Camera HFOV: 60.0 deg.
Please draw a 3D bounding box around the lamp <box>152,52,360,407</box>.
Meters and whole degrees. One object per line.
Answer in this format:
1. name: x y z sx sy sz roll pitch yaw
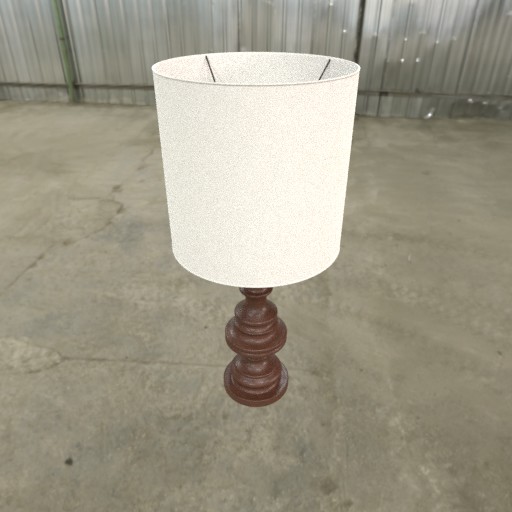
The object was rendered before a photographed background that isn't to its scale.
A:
1. lamp: 0.000 0.000 0.569 0.208 0.455 0.208 20 37 30
